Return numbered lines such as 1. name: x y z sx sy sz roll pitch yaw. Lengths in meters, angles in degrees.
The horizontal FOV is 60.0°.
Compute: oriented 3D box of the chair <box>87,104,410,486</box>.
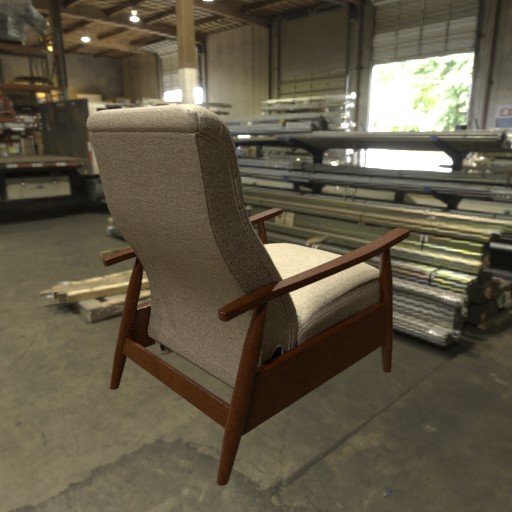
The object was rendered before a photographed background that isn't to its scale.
1. chair: 0.000 0.000 1.745 1.014 1.082 0.762 -14 21 -41
